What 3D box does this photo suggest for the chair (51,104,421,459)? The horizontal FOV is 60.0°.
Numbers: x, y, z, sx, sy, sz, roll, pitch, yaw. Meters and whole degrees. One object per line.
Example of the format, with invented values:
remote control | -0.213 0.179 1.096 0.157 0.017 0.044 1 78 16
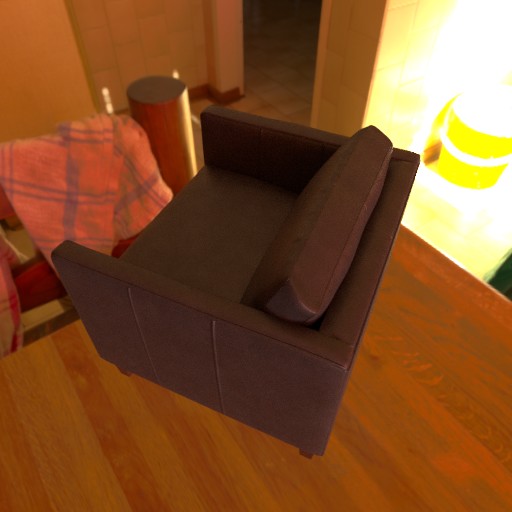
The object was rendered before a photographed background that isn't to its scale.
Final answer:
chair | 0.000 0.000 1.565 0.862 0.811 0.939 18 49 17
